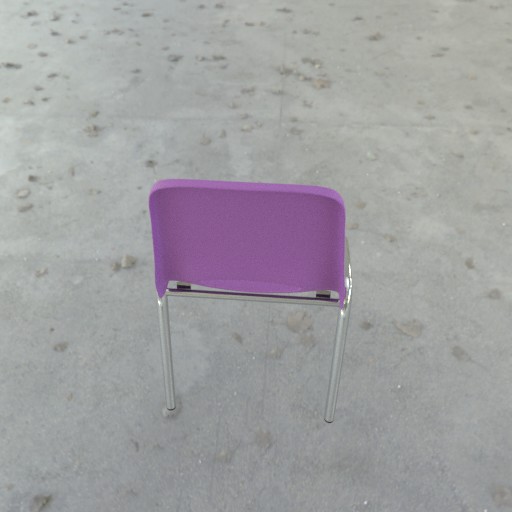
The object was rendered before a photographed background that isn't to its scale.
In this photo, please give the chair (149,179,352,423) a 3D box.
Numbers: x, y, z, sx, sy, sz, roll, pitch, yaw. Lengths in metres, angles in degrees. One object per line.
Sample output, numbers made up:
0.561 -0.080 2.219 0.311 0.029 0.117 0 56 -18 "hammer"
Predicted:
0.000 0.000 0.687 0.291 0.493 0.301 3 47 3 "chair"
